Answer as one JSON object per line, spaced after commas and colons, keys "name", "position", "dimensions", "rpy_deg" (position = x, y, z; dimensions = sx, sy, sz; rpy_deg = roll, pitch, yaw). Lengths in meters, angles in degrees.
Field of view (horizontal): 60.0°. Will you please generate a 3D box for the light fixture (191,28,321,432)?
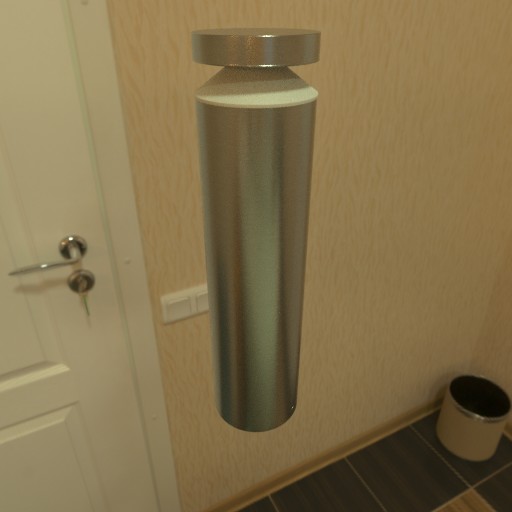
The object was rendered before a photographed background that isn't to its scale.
{"name": "light fixture", "position": [0.000, 0.000, 0.442], "dimensions": [0.102, 0.400, 0.102], "rpy_deg": [18, 35, 29]}
